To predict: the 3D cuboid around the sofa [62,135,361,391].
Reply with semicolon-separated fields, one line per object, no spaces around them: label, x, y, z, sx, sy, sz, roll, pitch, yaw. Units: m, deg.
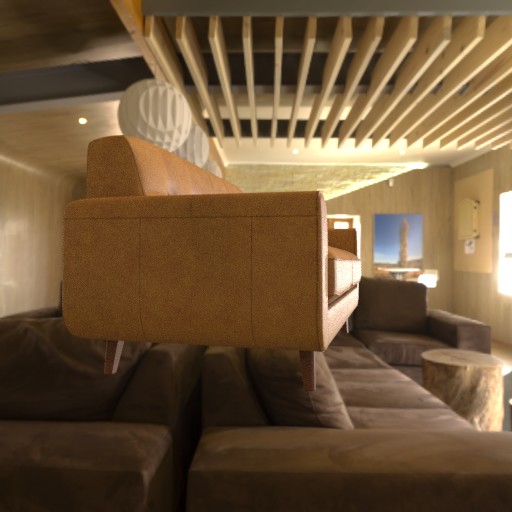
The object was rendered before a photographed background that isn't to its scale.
sofa;0.000;0.000;2.217;0.952;0.925;1.651;0;-1;17
